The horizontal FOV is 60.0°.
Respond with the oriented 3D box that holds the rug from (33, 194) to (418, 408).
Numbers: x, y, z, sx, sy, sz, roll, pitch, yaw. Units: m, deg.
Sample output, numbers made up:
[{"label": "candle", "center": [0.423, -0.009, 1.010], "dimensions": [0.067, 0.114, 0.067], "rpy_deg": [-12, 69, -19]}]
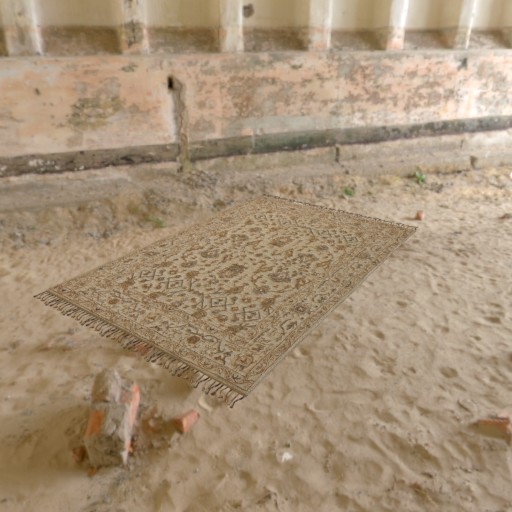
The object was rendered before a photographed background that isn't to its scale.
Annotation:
[{"label": "rug", "center": [0.000, 0.000, 3.102], "dimensions": [1.529, 0.027, 2.434], "rpy_deg": [17, 31, 32]}]
